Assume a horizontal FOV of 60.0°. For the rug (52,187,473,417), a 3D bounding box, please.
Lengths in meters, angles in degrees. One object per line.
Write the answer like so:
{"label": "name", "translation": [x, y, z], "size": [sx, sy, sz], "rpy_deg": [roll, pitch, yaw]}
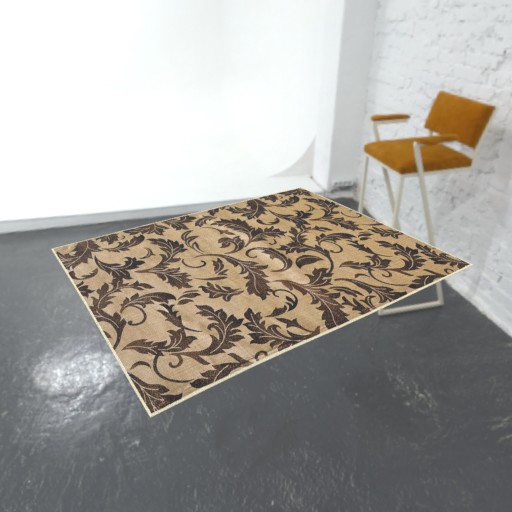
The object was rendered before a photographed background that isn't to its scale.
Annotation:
{"label": "rug", "translation": [0.000, 0.000, 3.977], "size": [2.977, 0.008, 2.380], "rpy_deg": [-18, 33, -30]}
